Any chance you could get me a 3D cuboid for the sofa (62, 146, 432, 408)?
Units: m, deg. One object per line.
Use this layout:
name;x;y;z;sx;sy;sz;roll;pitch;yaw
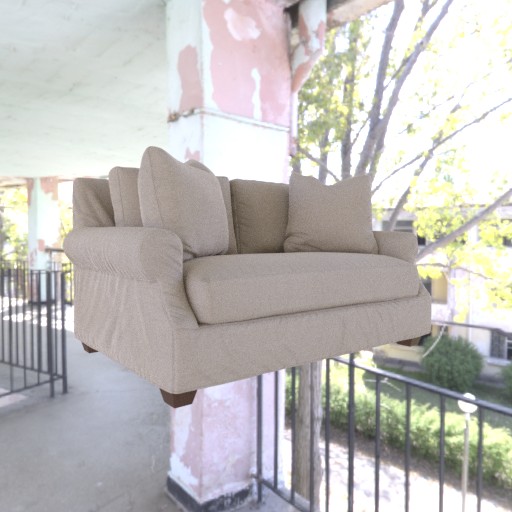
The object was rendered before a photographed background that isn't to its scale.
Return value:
sofa;0.000;0.000;2.158;1.550;0.905;1.070;-2;3;-38
